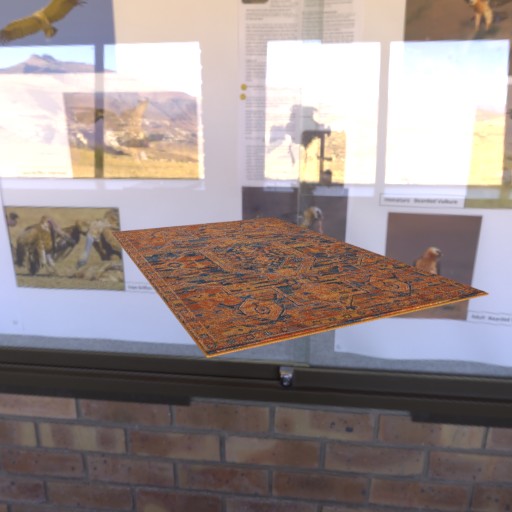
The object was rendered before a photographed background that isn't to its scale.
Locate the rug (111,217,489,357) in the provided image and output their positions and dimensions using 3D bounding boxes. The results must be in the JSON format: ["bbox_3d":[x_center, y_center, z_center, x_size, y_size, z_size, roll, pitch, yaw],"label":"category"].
[{"bbox_3d":[0.000,0.000,2.227,1.148,0.013,1.758,-7,17,-25],"label":"rug"}]
